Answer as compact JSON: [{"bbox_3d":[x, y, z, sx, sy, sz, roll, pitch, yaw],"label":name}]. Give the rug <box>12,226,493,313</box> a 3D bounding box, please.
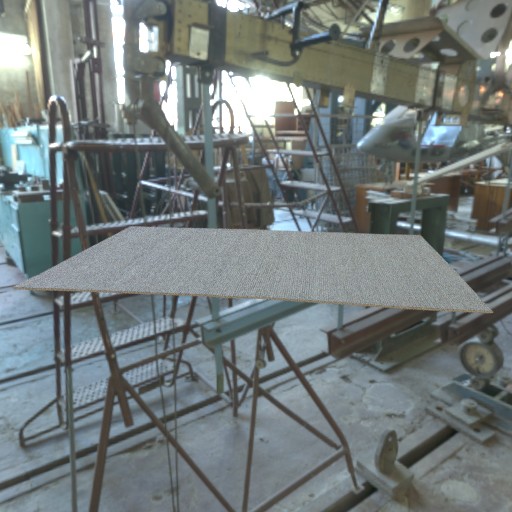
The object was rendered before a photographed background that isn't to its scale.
[{"bbox_3d":[0.000,0.000,2.165,1.792,0.021,1.154,2,16,8],"label":"rug"}]
